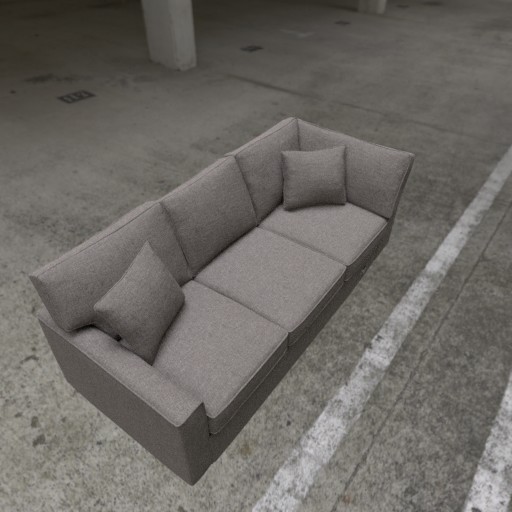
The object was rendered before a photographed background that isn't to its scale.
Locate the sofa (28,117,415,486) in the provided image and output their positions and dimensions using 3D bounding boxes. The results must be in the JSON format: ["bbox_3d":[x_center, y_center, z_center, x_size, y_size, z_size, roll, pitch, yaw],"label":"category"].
[{"bbox_3d":[0.000,0.000,2.758,1.061,0.962,2.317,26,47,27],"label":"sofa"}]
